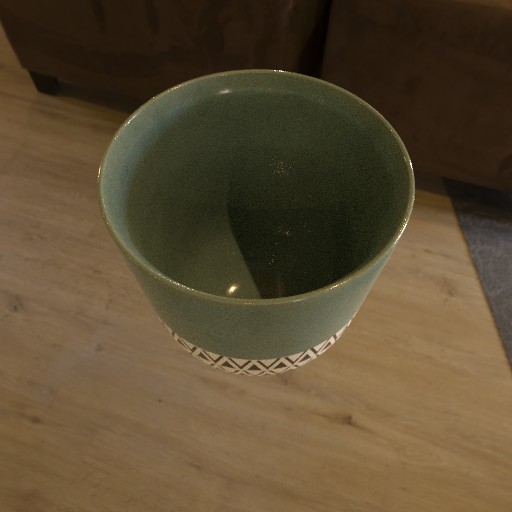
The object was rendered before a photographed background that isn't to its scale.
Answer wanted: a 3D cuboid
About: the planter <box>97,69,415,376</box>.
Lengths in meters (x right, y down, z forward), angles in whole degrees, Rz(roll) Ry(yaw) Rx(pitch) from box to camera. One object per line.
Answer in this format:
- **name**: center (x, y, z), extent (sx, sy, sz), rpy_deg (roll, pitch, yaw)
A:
- **planter**: center (0.000, 0.000, 0.370), extent (0.198, 0.214, 0.198), rpy_deg (0, 57, 0)
